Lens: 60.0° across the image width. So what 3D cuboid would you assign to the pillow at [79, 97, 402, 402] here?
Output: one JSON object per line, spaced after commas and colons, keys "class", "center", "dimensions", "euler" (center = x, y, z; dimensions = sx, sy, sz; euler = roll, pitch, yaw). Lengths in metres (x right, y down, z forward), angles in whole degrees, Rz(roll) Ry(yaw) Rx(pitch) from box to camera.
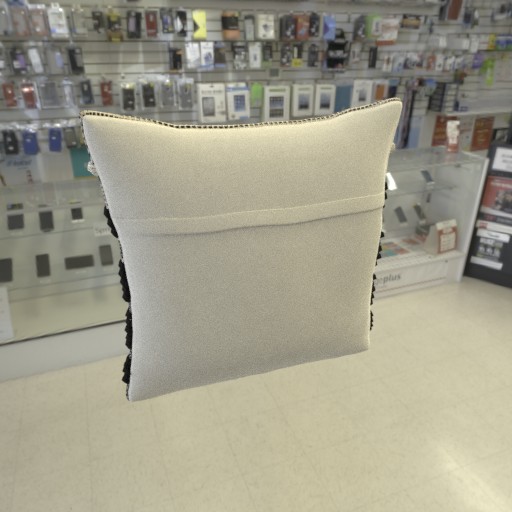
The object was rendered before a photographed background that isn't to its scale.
{"class": "pillow", "center": [0.000, 0.000, 0.666], "dimensions": [0.436, 0.438, 0.156], "euler": [-8, 27, -16]}
